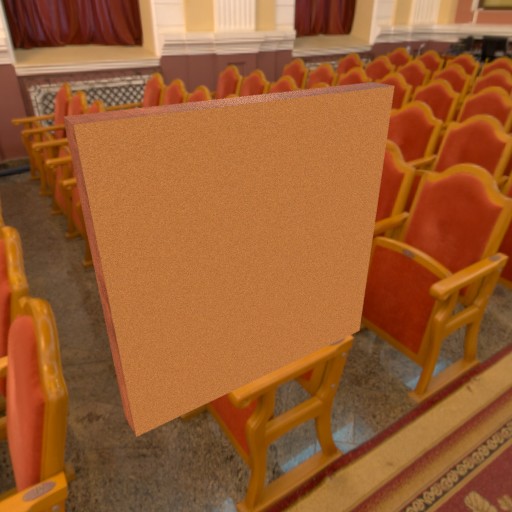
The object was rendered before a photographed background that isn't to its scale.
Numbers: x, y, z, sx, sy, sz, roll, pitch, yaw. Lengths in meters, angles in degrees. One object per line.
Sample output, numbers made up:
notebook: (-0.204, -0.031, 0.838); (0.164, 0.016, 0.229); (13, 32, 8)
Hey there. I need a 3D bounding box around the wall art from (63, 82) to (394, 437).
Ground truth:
wall art: (0.000, 0.000, 0.567); (0.386, 0.385, 0.038); (-18, 34, -28)
